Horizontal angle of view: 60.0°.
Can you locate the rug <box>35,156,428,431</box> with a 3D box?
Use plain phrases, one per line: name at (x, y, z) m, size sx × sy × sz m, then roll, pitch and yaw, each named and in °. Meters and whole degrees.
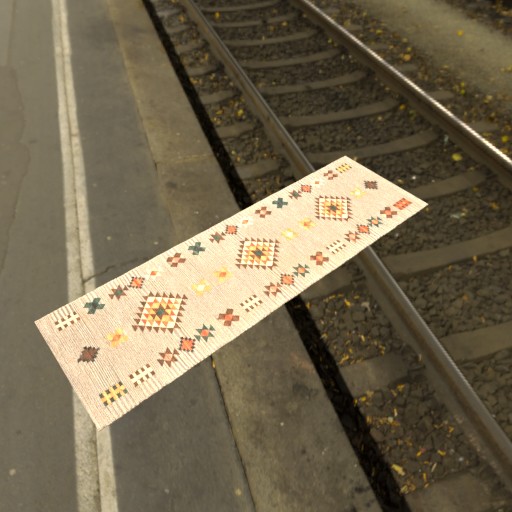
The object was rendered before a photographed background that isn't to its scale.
rug at (0.000, 0.000, 2.694) m, size 2.432 × 0.008 × 0.766 m, roll -31°, pitch 54°, yaw -26°
